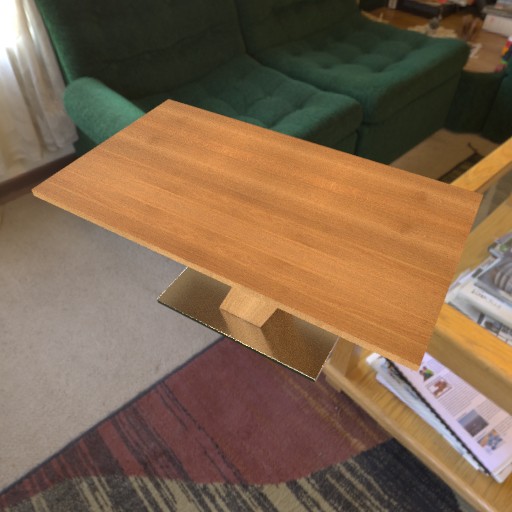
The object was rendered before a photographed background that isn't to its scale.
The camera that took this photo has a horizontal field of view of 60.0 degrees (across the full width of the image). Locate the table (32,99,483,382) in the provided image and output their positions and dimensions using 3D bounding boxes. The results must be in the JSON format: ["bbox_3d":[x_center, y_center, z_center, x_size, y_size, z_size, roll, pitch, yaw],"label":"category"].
[{"bbox_3d":[0.000,0.000,2.070,1.600,0.750,0.900,23,50,20],"label":"table"}]
